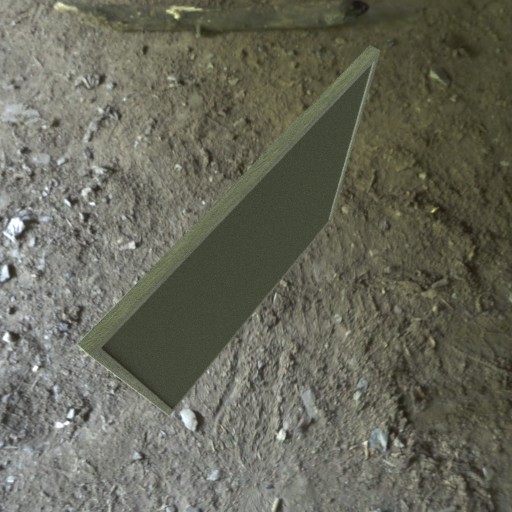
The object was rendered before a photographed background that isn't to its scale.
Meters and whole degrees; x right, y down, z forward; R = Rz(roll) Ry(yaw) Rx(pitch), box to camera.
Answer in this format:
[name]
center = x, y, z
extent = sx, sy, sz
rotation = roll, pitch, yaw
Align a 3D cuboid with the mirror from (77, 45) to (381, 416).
[mirror]
center = 0.000, 0.000, 1.112
extent = 0.028, 0.689, 0.839
rotation = 35, 68, 16
